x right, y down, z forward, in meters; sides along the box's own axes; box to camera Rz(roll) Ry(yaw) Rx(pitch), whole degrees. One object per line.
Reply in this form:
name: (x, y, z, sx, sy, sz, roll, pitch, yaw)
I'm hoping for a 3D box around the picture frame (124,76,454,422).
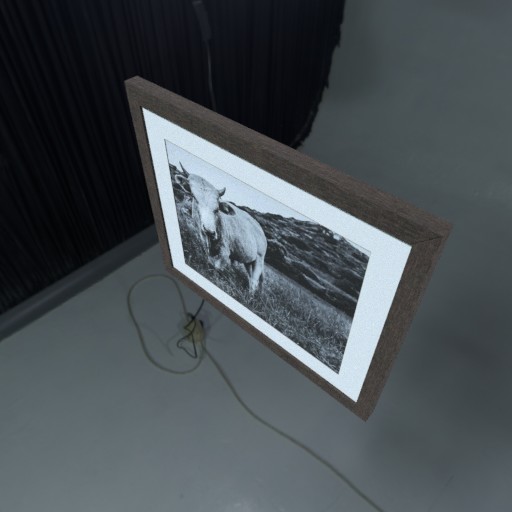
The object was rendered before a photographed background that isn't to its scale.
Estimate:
picture frame: (0.000, 0.000, 0.758, 0.546, 0.455, 0.026, 33, 54, 28)
